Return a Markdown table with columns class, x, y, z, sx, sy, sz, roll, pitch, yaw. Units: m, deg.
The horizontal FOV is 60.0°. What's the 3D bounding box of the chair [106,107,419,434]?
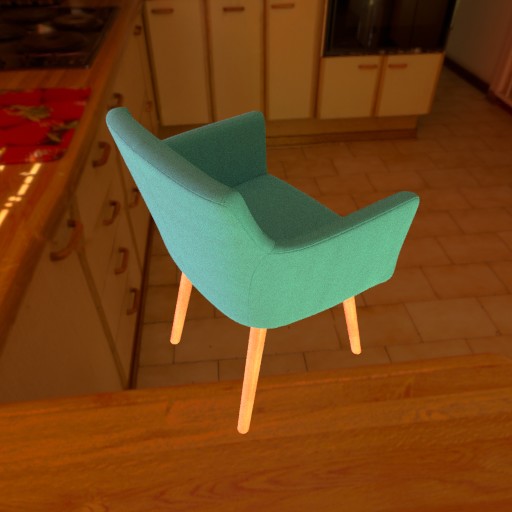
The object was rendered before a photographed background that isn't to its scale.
| class | x | y | z | sx | sy | sz | roll | pitch | yaw |
| --- | --- | --- | --- | --- | --- | --- | --- | --- | --- |
| chair | 0.000 | 0.000 | 1.147 | 0.540 | 0.780 | 0.570 | -26 | 46 | -27 |
